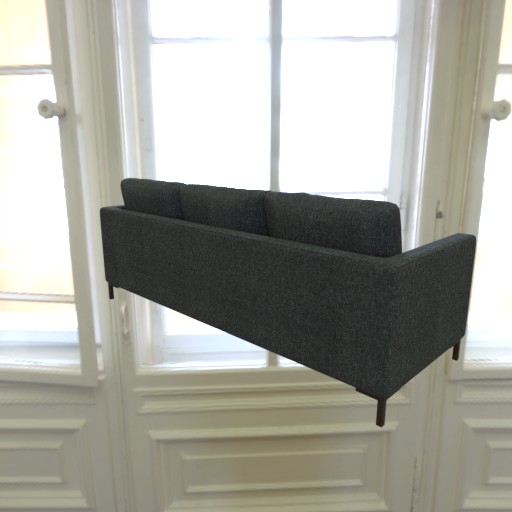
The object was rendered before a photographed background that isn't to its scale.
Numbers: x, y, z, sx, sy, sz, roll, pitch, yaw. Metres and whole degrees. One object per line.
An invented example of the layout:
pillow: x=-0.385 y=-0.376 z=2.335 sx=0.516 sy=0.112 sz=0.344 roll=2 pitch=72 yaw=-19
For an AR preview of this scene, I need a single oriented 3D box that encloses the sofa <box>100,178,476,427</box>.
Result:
sofa: x=0.000 y=0.000 z=2.664 sx=2.218 sy=0.874 sz=0.859 roll=13 pitch=19 yaw=43
